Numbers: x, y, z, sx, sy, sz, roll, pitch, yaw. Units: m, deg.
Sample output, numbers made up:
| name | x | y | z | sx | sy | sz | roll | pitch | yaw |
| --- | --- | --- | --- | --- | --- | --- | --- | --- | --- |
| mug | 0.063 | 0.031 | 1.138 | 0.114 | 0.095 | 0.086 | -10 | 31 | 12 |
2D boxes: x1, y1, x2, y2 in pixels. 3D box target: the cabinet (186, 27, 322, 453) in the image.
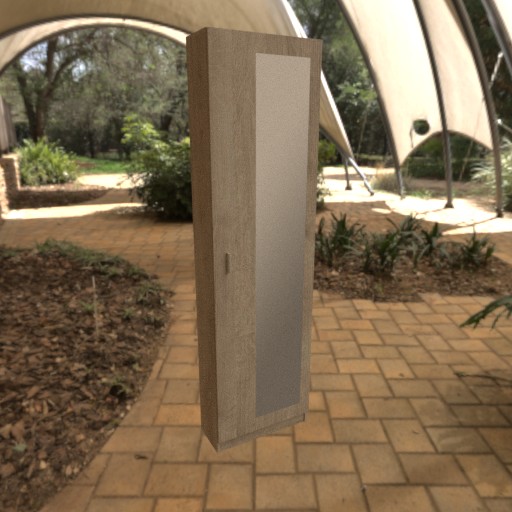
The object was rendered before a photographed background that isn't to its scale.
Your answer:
| name | x | y | z | sx | sy | sz | roll | pitch | yaw |
| --- | --- | --- | --- | --- | --- | --- | --- | --- | --- |
| cabinet | 0.000 | 0.000 | 1.995 | 0.500 | 1.790 | 0.230 | -8 | 18 | -27 |
